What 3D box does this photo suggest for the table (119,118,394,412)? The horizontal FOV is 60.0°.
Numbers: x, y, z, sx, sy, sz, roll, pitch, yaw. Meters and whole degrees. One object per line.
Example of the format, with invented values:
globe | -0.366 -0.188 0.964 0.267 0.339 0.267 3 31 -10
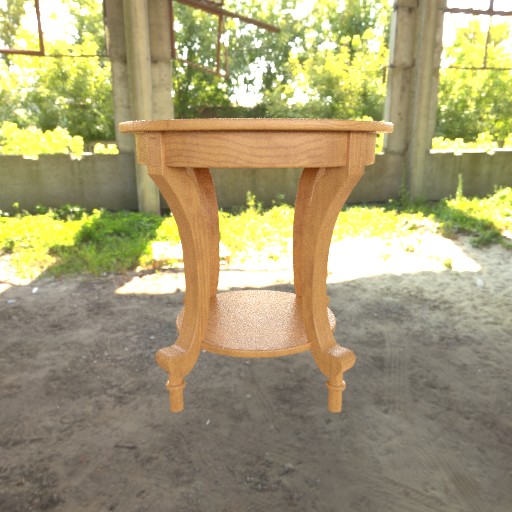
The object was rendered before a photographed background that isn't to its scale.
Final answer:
table | 0.000 0.000 1.080 0.597 0.612 0.597 0 14 0
